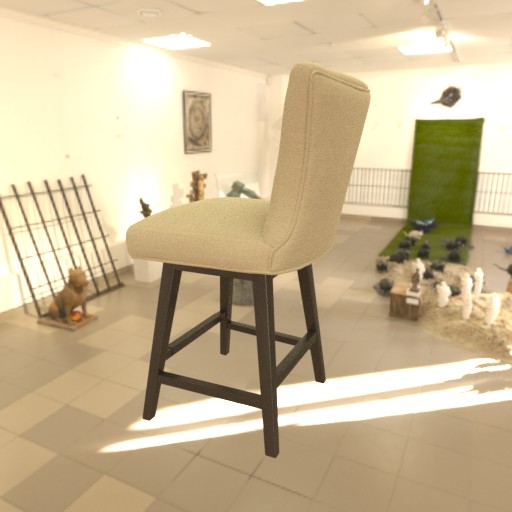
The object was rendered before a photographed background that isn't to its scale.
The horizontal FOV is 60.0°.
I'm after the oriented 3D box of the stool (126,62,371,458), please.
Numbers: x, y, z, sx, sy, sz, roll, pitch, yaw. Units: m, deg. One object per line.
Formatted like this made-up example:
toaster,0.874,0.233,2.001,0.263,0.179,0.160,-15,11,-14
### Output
stool,0.000,0.000,1.338,0.574,1.000,0.514,8,17,25
